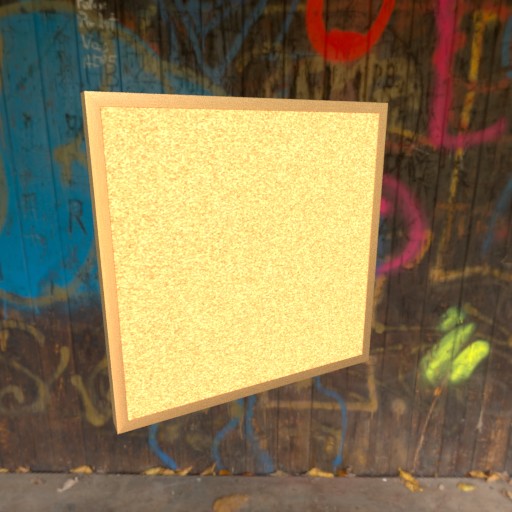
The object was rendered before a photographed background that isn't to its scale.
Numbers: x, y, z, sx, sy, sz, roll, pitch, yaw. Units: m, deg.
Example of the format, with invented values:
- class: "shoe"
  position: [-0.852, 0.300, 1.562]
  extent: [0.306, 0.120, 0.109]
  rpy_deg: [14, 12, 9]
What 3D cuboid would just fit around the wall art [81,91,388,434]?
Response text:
- class: "wall art"
  position: [0.000, 0.000, 0.759]
  extent: [0.510, 0.509, 0.037]
  rpy_deg: [-8, 17, -26]
